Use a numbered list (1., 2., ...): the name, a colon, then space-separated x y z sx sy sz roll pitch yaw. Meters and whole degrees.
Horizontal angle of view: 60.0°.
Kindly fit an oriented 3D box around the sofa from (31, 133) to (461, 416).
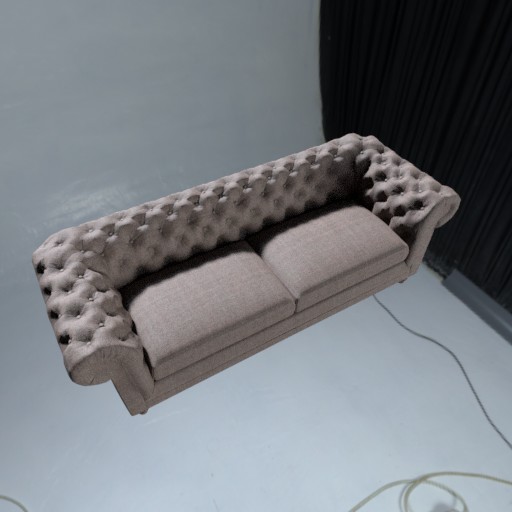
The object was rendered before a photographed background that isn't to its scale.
1. sofa: 0.000 0.000 2.768 2.385 0.787 0.944 -23 50 -21
